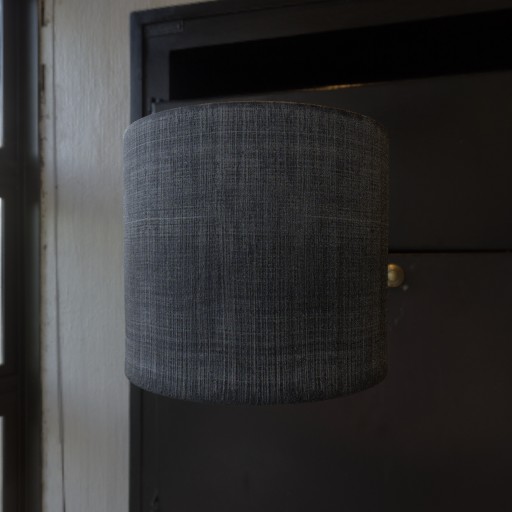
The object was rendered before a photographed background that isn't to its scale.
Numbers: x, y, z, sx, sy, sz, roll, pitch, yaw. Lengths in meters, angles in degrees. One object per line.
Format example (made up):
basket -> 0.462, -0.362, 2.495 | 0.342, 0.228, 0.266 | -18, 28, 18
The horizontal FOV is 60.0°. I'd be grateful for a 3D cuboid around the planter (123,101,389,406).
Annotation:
planter -> 0.000, 0.000, 0.442 | 0.254, 0.221, 0.254 | 0, 0, 0
